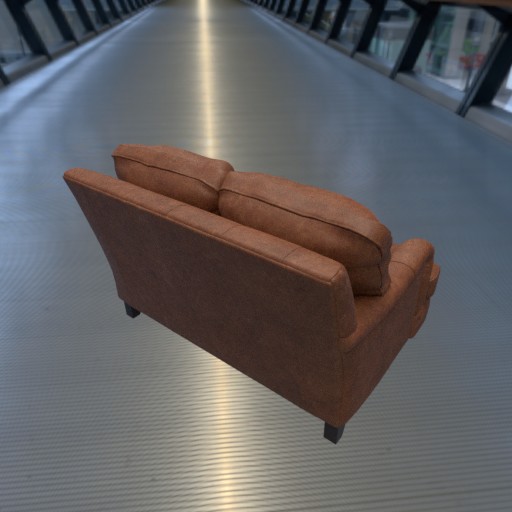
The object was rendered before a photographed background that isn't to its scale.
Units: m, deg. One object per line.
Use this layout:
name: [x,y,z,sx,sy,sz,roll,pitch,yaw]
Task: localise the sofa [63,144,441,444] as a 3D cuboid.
sofa: [0.000,0.000,2.198,1.527,1.004,1.077,22,37,32]
